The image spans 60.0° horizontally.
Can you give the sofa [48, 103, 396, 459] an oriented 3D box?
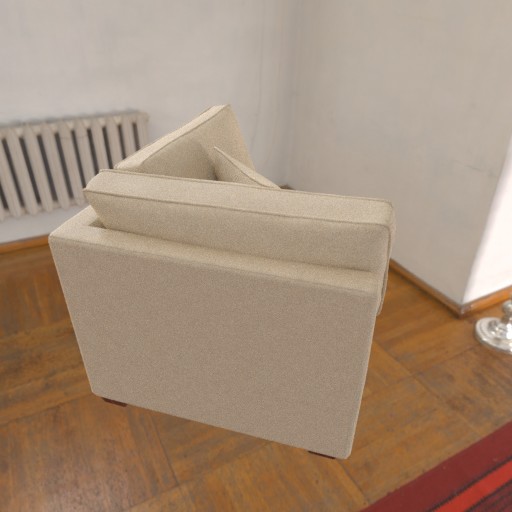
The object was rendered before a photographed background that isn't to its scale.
[{"bbox_3d":[0.000,0.000,1.925,1.084,1.002,1.146,9,34,14],"label":"sofa"}]
